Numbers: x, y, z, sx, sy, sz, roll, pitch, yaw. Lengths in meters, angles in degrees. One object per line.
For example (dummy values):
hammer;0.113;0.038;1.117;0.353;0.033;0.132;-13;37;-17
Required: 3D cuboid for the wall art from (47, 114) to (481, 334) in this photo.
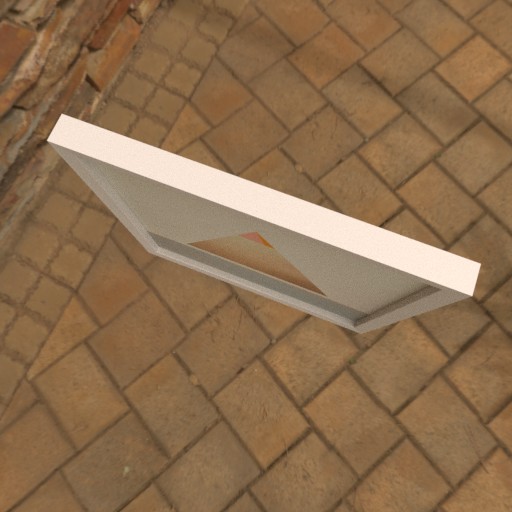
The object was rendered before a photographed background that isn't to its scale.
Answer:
wall art;0.000;0.000;1.890;1.289;1.291;0.098;21;76;5
